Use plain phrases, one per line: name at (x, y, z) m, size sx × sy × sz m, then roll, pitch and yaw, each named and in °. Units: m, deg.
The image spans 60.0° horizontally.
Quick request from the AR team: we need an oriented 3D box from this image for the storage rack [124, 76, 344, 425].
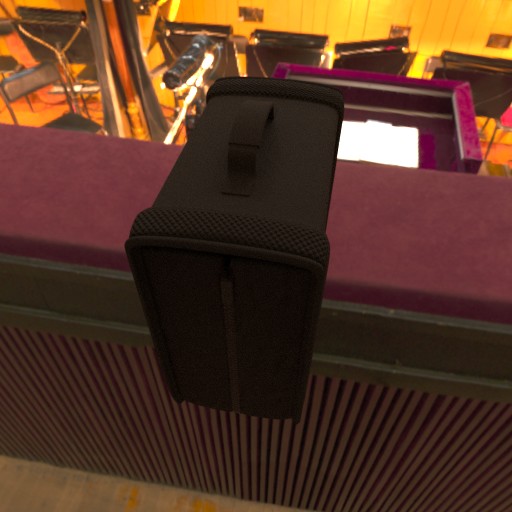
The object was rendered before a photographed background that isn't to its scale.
storage rack at (0.000, 0.000, 0.554) m, size 0.168 × 0.387 × 0.297 m, roll 8°, pitch 47°, yaw 7°
